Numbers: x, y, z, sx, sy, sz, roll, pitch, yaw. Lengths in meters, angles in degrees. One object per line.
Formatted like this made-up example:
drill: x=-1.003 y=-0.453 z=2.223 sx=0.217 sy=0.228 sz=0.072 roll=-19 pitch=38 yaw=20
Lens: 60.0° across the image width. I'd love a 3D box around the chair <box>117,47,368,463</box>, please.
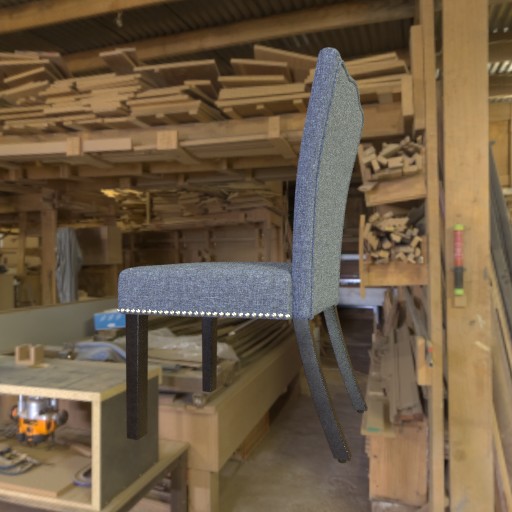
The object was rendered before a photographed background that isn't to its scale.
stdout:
chair: x=0.000 y=0.000 z=1.276 sx=0.589 sy=0.946 sz=0.518 roll=0 pitch=0 yaw=20
